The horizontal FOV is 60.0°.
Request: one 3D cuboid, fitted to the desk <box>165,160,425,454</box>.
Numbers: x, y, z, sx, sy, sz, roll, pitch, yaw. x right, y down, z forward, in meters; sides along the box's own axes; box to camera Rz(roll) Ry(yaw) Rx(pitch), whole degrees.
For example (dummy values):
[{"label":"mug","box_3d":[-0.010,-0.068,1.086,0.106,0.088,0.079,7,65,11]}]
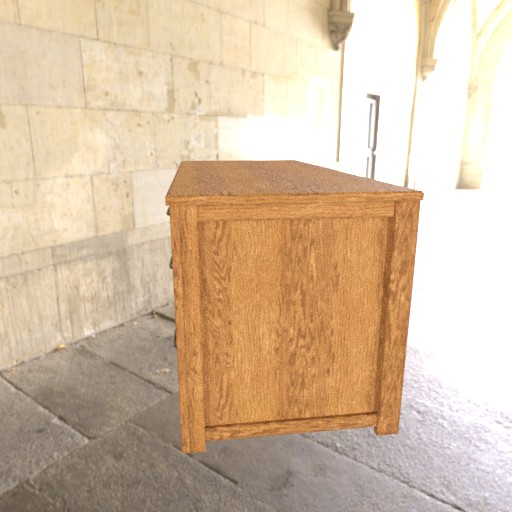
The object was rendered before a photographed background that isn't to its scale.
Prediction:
[{"label":"desk","box_3d":[0.000,0.000,1.973,0.685,0.751,1.567,-2,15,-7]}]
